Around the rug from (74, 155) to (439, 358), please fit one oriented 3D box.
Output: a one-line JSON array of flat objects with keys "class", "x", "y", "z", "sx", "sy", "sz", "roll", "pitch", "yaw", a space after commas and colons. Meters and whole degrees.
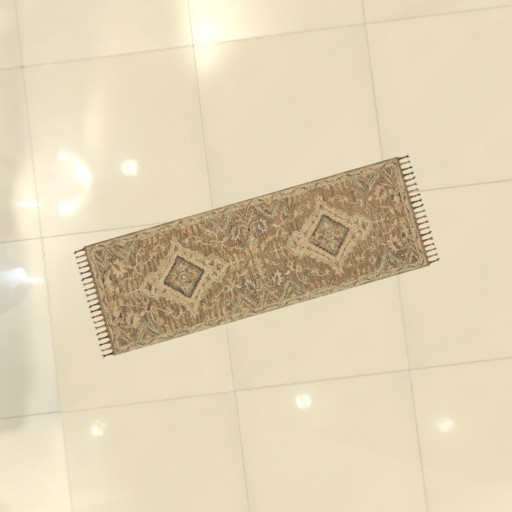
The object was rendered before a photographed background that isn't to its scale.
[{"class": "rug", "x": 0.000, "y": 0.000, "z": 2.878, "sx": 2.378, "sy": 0.018, "sz": 1.324, "roll": 0, "pitch": 89, "yaw": 1}]
